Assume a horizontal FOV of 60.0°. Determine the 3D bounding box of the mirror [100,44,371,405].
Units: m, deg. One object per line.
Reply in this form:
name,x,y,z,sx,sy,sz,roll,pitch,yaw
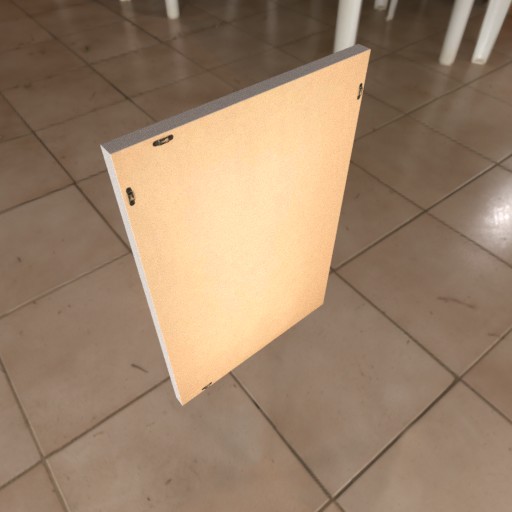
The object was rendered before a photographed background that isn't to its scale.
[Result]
mirror,0.000,0.000,1.162,0.609,0.915,0.040,-31,55,-25
